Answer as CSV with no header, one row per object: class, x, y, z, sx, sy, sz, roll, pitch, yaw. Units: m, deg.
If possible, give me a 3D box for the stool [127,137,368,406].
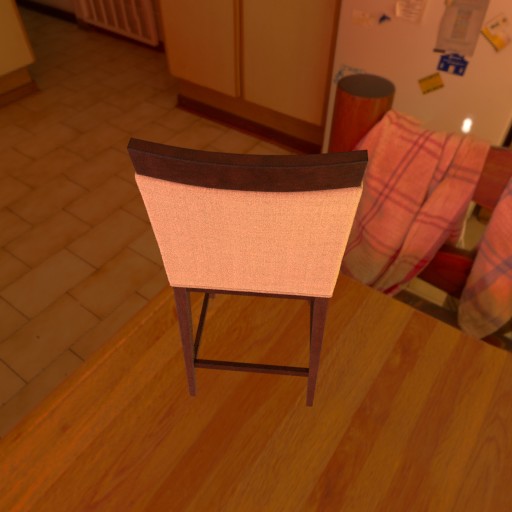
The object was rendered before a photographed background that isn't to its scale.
stool,0.000,0.000,1.326,0.463,1.011,0.480,4,47,4
